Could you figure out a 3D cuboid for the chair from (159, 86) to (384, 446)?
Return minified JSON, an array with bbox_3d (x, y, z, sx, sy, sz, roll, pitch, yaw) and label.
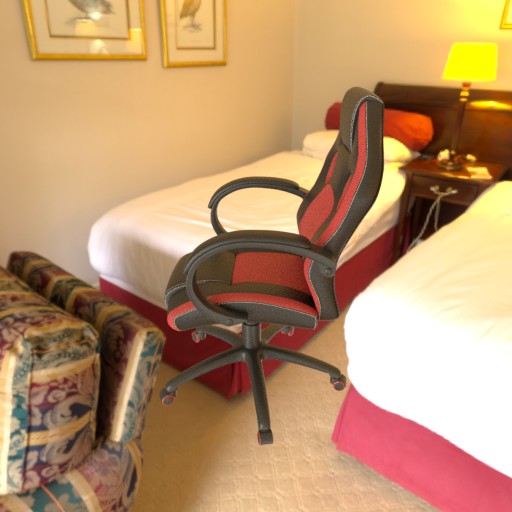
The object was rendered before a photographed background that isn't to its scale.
[{"bbox_3d":[0.000,0.000,1.679,0.783,1.189,0.750,1,25,2],"label":"chair"}]
